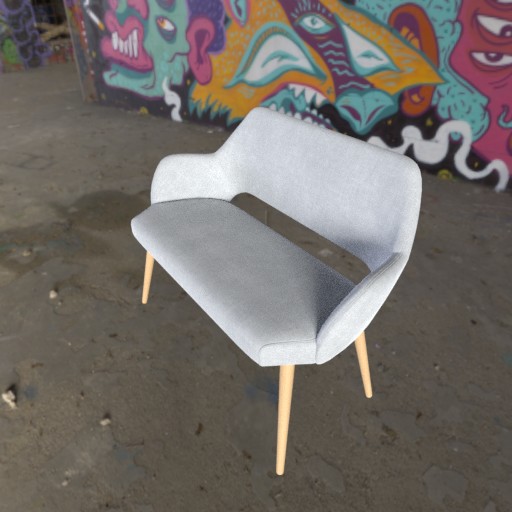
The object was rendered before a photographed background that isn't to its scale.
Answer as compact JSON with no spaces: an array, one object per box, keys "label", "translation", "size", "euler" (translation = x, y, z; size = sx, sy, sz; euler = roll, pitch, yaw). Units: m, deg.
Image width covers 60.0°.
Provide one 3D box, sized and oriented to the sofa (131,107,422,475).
[{"label":"sofa","translation":[0.000,0.000,1.610],"size":[0.610,0.840,1.150],"euler":[-21,38,-29]}]
